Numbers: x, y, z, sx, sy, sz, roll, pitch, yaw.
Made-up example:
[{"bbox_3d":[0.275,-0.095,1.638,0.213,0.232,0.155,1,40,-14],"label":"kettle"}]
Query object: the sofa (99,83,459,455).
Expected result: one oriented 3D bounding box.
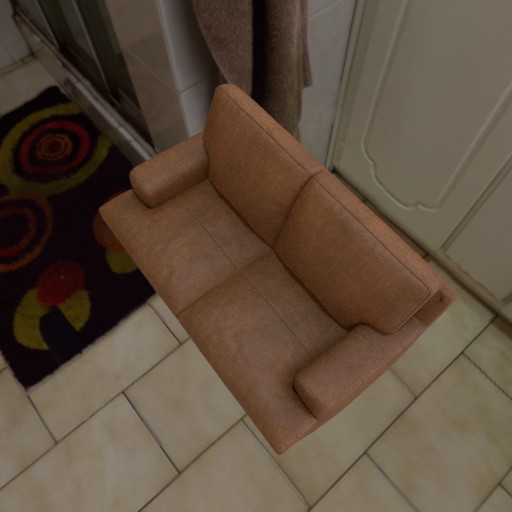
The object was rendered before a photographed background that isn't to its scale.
[{"bbox_3d":[0.000,0.000,2.582,1.144,0.966,1.880,-35,68,-16],"label":"sofa"}]
